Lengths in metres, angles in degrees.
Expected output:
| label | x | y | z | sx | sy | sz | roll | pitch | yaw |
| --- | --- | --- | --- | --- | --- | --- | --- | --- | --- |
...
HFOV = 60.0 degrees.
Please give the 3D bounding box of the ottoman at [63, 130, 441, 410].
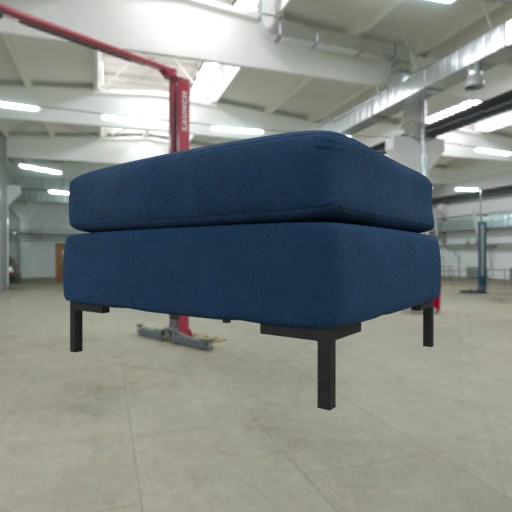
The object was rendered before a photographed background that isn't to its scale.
| label | x | y | z | sx | sy | sz | roll | pitch | yaw |
| --- | --- | --- | --- | --- | --- | --- | --- | --- | --- |
| ottoman | 0.000 | 0.000 | 1.163 | 0.794 | 0.485 | 0.655 | 0 | 0 | 36 |
